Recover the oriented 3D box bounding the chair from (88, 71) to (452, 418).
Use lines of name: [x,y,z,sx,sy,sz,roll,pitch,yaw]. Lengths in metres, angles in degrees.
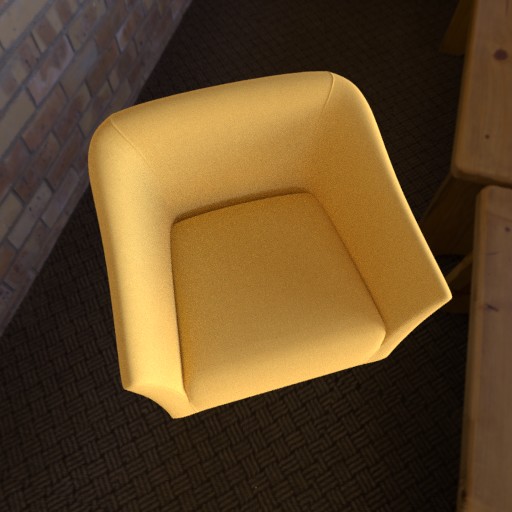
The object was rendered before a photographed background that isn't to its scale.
chair: [0.000,0.000,1.340,0.790,0.720,0.700,-14,63,-7]
